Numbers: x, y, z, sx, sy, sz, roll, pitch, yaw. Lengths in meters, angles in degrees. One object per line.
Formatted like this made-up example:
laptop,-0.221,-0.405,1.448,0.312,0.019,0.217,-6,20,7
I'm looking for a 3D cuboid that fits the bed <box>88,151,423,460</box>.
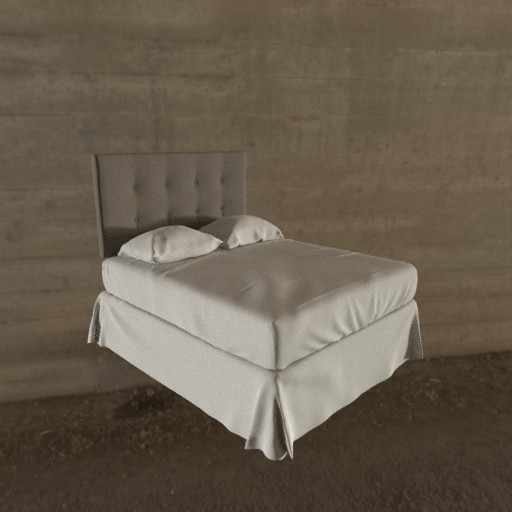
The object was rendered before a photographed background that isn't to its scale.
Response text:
bed,0.000,0.000,3.521,2.222,1.577,1.936,14,20,43
